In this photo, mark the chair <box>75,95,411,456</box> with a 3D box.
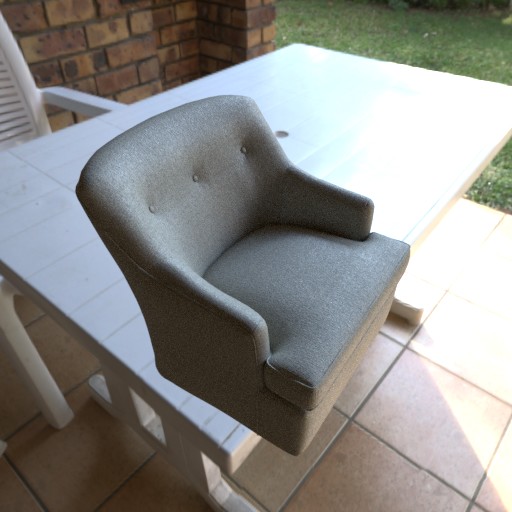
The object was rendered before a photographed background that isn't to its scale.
[{"bbox_3d":[0.000,0.000,1.612,0.923,0.856,0.864,24,45,26],"label":"chair"}]
